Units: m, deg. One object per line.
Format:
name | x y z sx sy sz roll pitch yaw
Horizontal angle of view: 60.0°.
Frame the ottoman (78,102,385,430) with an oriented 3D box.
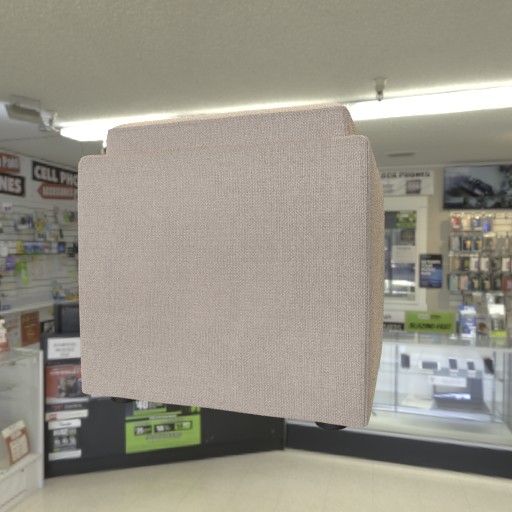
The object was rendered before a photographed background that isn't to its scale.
ottoman | 0.000 0.000 0.825 0.450 0.460 0.451 0 1 18
